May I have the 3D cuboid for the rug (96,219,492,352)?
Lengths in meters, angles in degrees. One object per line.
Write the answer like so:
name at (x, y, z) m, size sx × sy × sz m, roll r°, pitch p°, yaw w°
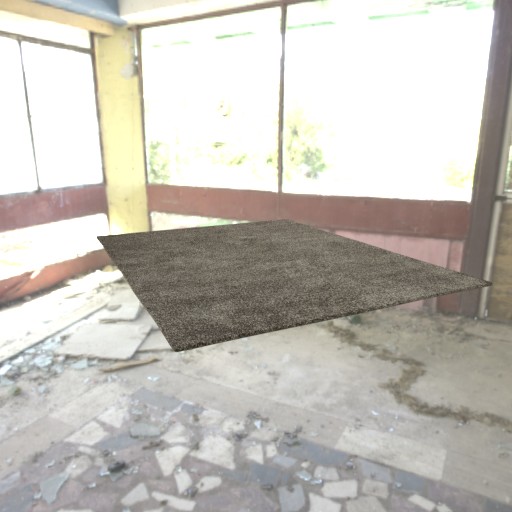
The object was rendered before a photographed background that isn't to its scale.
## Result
rug at (0.000, 0.000, 4.038) m, size 2.401 × 0.025 × 3.000 m, roll -7°, pitch 16°, yaw -25°
